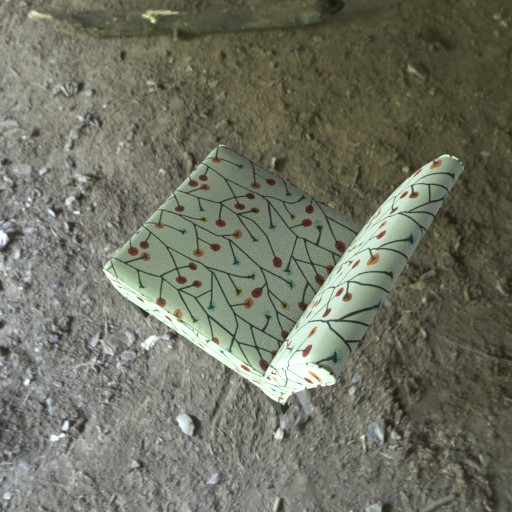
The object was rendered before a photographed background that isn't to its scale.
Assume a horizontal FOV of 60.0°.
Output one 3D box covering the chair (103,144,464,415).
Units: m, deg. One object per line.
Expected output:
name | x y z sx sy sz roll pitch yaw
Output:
chair | 0.000 0.000 1.311 0.732 0.813 0.597 32 67 15
